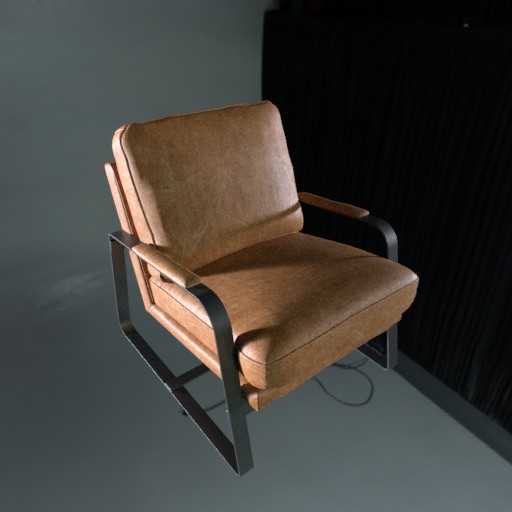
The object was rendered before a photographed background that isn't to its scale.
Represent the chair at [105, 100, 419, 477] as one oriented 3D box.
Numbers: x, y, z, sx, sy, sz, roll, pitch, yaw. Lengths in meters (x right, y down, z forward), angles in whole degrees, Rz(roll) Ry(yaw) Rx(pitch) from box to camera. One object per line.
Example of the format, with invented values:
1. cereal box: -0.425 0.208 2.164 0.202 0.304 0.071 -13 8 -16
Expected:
1. chair: 0.000 0.000 1.343 0.651 0.777 0.801 -22 37 -32
